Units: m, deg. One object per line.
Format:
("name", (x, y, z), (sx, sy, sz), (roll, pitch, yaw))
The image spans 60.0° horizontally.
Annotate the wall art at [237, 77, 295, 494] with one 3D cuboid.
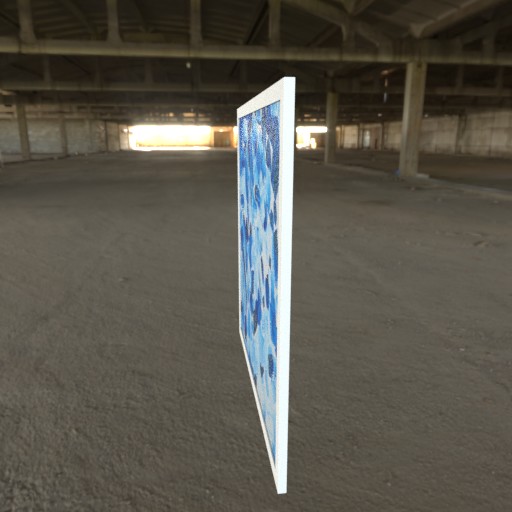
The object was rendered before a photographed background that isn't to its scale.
("wall art", (0.000, 0.000, 0.984), (0.015, 0.660, 0.660), (-2, 15, -7))
